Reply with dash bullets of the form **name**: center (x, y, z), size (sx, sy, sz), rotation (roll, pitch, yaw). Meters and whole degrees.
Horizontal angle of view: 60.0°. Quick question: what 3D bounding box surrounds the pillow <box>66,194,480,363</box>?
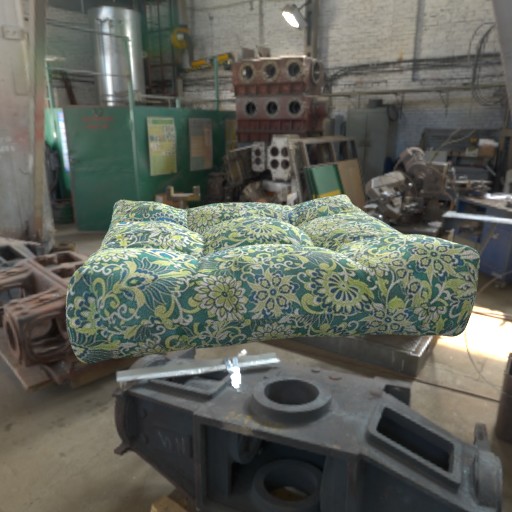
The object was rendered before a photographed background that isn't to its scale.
- **pillow**: center (0.000, 0.000, 0.708), size (0.490, 0.128, 0.468), rotation (-3, 17, -10)
